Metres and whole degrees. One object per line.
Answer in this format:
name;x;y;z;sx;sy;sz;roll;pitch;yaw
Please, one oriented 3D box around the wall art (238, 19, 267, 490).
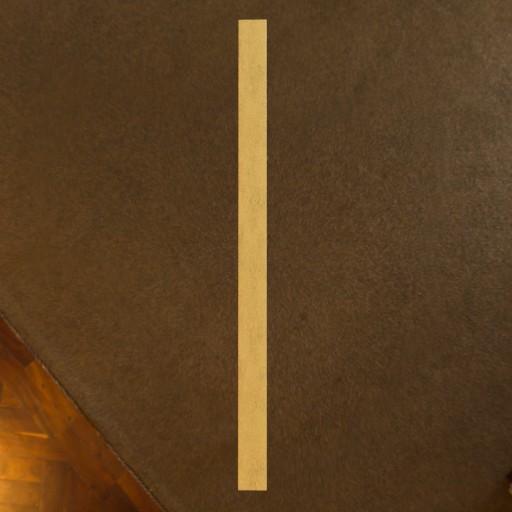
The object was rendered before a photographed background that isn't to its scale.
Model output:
wall art;0.000;0.000;0.691;0.032;0.380;0.532;0;89;1
